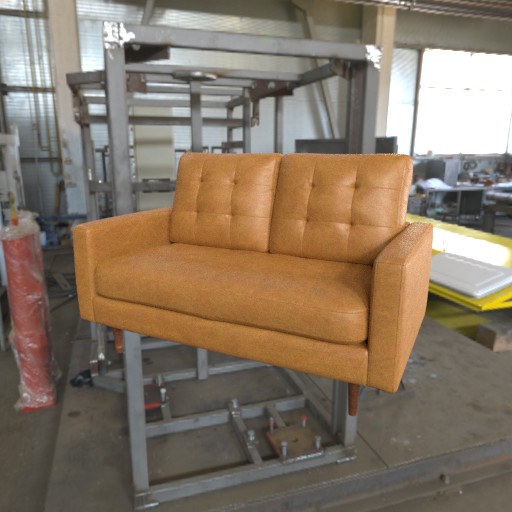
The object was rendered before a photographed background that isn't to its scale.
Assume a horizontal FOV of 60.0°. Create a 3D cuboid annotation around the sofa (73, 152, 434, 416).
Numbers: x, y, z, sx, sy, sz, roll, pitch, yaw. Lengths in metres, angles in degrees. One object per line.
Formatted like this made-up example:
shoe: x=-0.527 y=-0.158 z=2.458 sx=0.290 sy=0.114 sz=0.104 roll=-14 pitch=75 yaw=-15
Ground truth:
sofa: x=0.000 y=0.000 z=1.996 sx=1.430 sy=0.898 sz=0.868 roll=7 pitch=15 yaw=26
